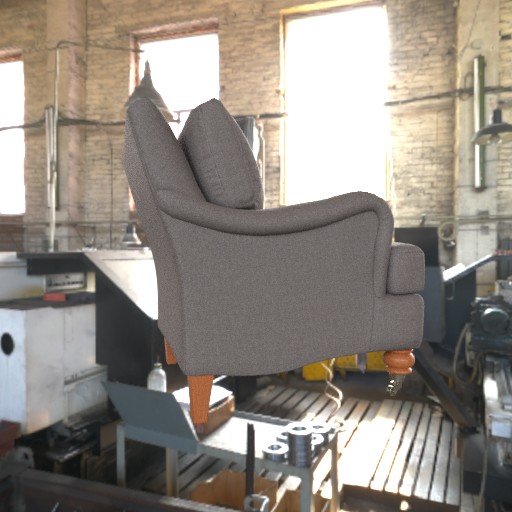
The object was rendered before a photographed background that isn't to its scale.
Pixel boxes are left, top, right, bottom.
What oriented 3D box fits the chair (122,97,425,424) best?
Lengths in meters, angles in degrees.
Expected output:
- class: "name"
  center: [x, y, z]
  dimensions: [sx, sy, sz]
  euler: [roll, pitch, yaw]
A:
- class: "chair"
  center: [0.000, 0.000, 1.877]
  dimensions: [1.070, 1.038, 0.955]
  euler: [0, 1, -18]
